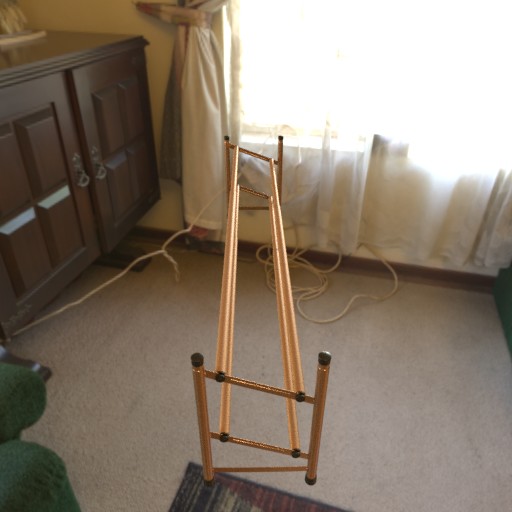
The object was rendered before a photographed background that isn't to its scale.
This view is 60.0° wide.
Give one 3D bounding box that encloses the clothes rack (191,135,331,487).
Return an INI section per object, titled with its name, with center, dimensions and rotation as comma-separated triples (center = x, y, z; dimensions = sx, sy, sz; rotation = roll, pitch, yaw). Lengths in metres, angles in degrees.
[clothes rack]
center = 0.000, 0.000, 1.285
dimensions = 0.229, 0.349, 1.168
rotation = 0, 32, -1
